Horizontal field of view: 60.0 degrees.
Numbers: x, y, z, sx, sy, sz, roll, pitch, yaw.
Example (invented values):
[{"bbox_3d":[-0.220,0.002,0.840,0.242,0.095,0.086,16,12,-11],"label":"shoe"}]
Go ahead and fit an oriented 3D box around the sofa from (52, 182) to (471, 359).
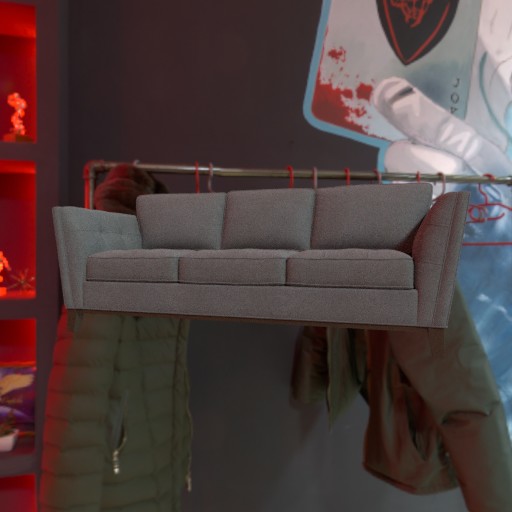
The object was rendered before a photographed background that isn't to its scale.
[{"bbox_3d":[0.000,0.000,2.850,2.387,0.940,0.965,0,1,19],"label":"sofa"}]
